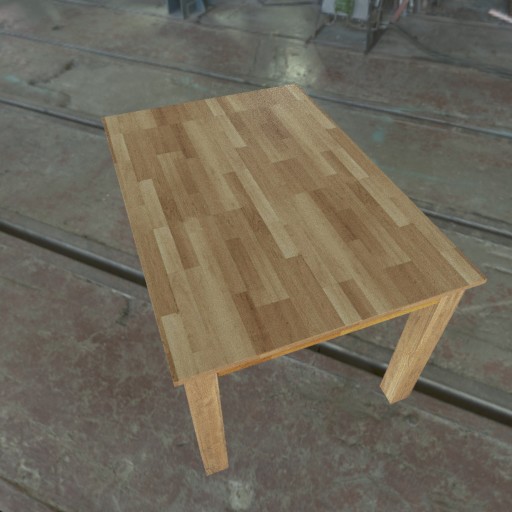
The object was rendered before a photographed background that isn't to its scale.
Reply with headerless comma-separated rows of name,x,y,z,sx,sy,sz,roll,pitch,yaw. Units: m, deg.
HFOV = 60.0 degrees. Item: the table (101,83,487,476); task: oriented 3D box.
table,0.000,0.000,1.827,0.900,0.750,1.300,-15,48,-14
